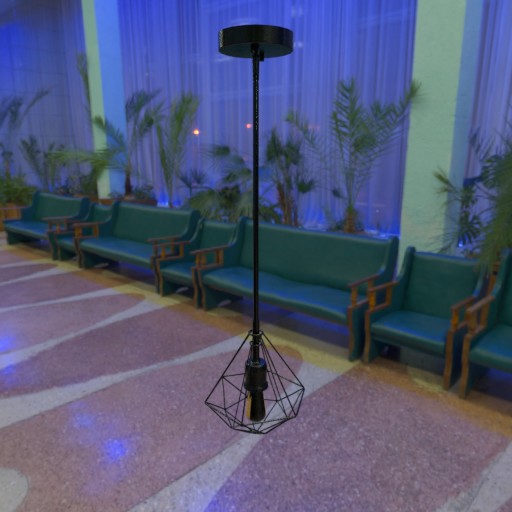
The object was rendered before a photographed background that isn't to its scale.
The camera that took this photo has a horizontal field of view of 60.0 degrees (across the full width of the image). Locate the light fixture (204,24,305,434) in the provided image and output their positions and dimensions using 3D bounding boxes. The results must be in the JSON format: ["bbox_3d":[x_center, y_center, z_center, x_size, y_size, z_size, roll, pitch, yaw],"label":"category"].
[{"bbox_3d":[0.000,0.000,1.926,0.487,1.764,0.431,13,19,43],"label":"light fixture"}]
